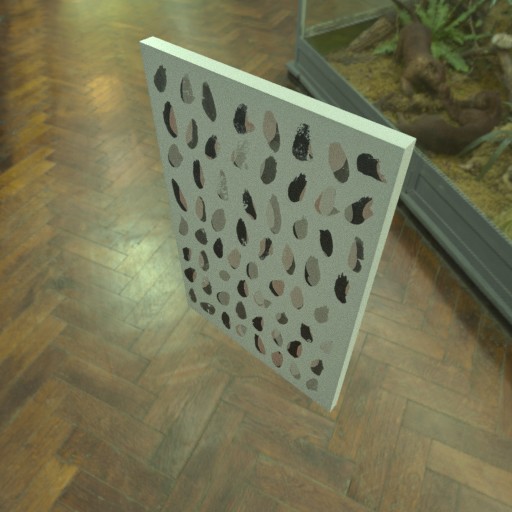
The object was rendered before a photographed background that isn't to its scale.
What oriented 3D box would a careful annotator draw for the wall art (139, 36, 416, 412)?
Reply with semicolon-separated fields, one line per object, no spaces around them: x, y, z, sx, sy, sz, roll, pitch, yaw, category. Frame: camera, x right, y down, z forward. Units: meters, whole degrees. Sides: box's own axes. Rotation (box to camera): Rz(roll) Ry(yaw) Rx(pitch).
0.000;0.000;0.751;0.405;0.608;0.025;32;55;26;wall art
